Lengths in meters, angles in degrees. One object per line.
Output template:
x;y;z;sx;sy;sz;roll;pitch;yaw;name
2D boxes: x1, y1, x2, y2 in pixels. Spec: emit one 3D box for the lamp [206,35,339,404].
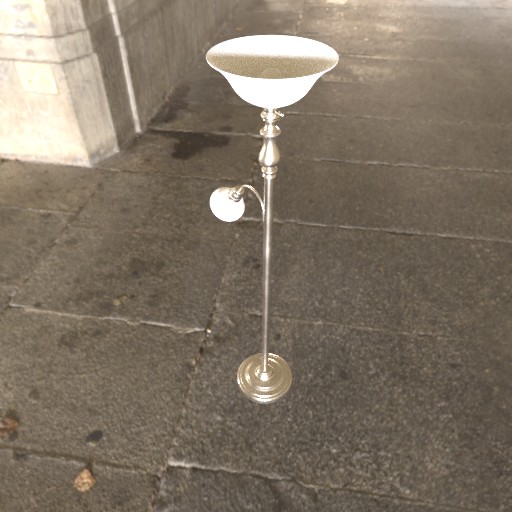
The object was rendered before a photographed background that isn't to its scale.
0.000;0.000;2.009;0.405;1.785;0.575;-26;48;-26;lamp
